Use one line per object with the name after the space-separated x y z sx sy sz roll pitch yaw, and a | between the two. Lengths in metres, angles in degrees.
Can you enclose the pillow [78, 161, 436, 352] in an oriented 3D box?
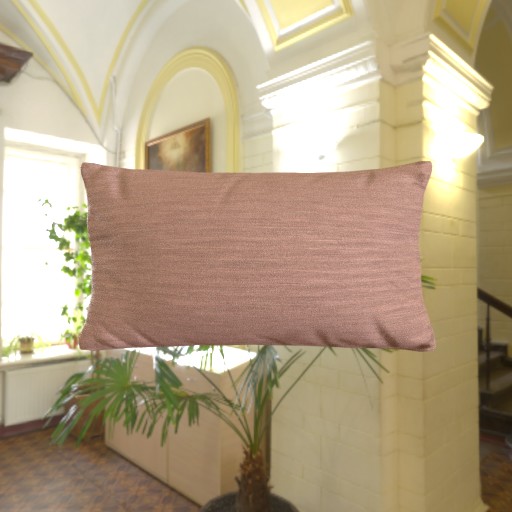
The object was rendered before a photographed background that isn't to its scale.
0.000 0.000 0.782 0.633 0.338 0.210 0 -2 1 | pillow
